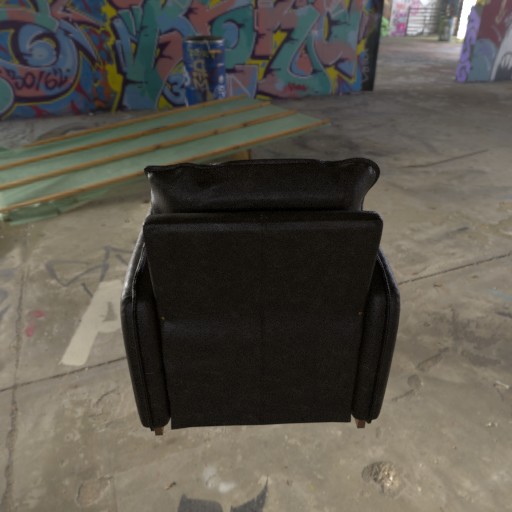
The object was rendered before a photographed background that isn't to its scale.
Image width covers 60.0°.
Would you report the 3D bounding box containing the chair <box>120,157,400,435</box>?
[{"bbox_3d":[0.000,0.000,1.602,0.830,0.921,0.921,-1,30,-2],"label":"chair"}]
